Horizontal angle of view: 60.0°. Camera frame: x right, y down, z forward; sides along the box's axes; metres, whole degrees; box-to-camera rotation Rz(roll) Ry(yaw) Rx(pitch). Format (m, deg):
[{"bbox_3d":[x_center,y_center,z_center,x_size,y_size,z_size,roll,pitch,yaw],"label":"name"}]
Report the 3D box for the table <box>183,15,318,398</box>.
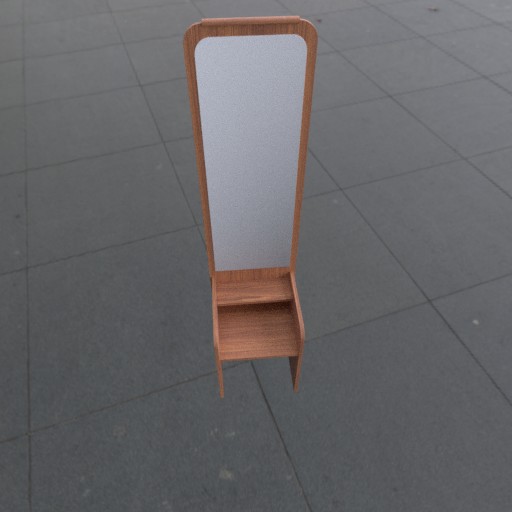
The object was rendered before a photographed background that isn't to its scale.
[{"bbox_3d":[0.000,0.000,1.961,0.450,1.830,0.420,-4,47,-3],"label":"table"}]
